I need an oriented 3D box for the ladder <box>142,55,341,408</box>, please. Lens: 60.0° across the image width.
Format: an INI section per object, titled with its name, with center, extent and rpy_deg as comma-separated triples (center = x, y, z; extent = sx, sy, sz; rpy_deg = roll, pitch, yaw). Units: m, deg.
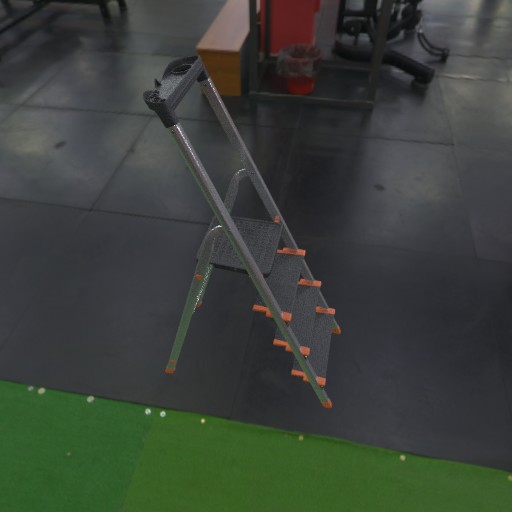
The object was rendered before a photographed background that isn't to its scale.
[ladder]
center = 0.000, 0.000, 1.791
extent = 0.834, 1.429, 0.452
rpy_deg = 10, 47, 9
